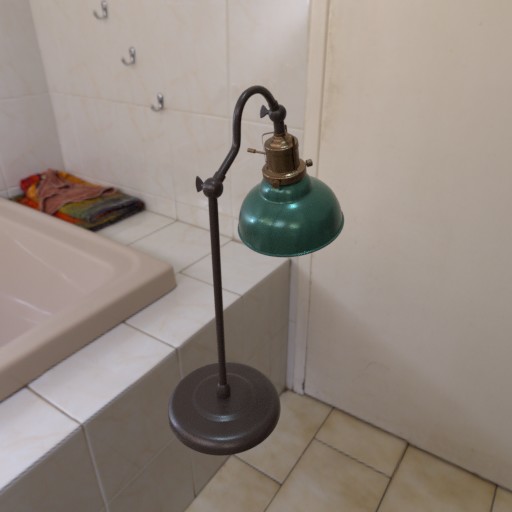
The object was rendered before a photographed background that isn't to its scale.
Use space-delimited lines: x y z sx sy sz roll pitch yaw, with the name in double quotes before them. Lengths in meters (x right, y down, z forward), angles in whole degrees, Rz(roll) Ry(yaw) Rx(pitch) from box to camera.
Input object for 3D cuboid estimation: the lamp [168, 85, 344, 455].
"lamp" 0.000 0.000 0.701 0.192 0.508 0.374 20 34 31
